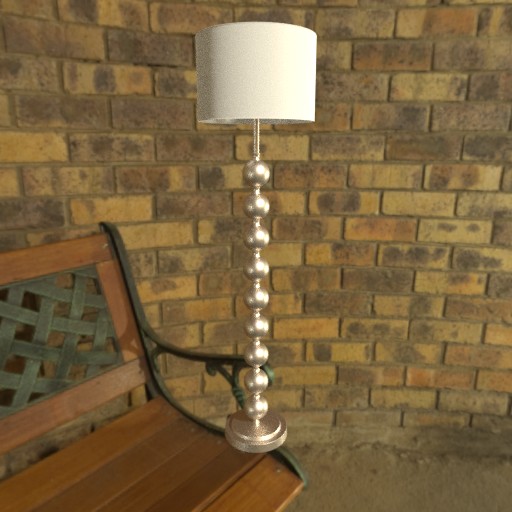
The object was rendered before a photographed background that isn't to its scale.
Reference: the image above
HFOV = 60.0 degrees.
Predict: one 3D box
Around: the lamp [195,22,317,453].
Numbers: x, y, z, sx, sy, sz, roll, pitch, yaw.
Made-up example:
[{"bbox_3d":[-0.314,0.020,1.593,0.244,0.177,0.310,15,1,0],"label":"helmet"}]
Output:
[{"bbox_3d":[0.000,0.000,1.619,0.394,1.474,0.394,2,14,8],"label":"lamp"}]
